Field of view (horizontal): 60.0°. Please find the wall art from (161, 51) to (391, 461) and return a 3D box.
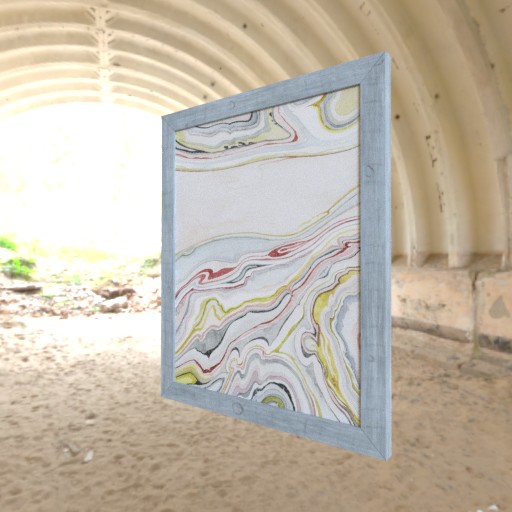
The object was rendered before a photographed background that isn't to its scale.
[{"bbox_3d":[0.000,0.000,0.782,0.479,0.582,0.022,0,0,37],"label":"wall art"}]
